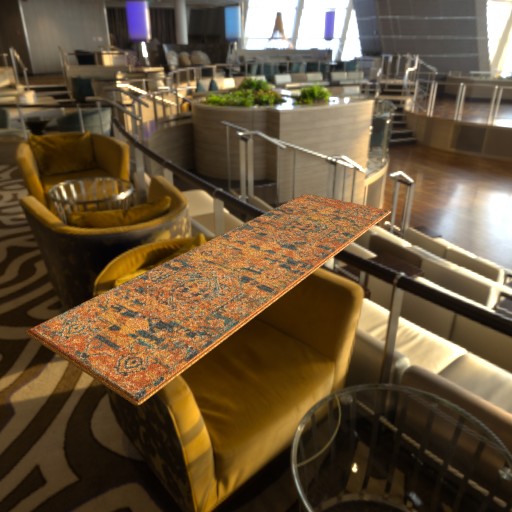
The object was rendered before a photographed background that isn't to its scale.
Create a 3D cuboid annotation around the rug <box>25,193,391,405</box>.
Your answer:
[{"bbox_3d":[0.000,0.000,1.969,0.556,0.013,1.820,18,31,32],"label":"rug"}]
